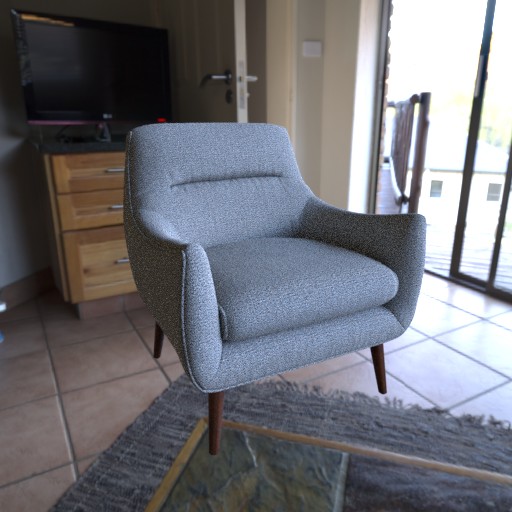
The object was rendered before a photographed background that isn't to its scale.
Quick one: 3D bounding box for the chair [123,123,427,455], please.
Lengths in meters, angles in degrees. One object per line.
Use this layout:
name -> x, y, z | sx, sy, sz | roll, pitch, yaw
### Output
chair -> 0.000, 0.000, 1.464 | 0.762, 0.838, 0.787 | -9, 19, -26
